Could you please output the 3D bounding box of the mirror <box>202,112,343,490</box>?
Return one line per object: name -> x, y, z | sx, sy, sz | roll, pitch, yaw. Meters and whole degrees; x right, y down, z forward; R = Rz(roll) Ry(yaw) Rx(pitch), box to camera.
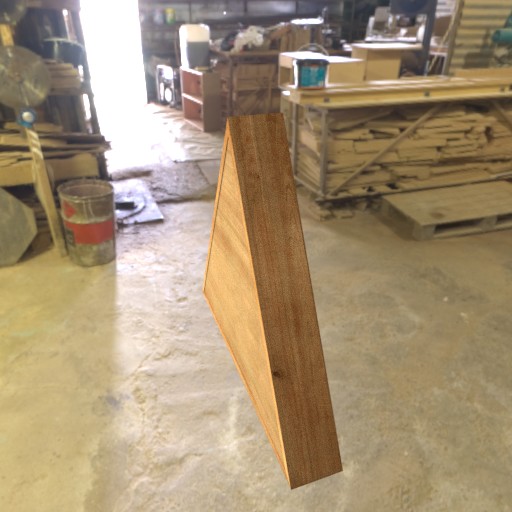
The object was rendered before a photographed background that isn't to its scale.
mirror -> 0.000, 0.000, 0.883 | 0.100, 0.548, 0.631 | -10, 31, -17
